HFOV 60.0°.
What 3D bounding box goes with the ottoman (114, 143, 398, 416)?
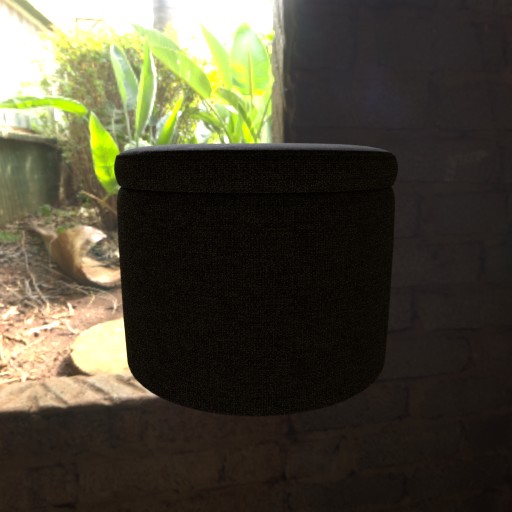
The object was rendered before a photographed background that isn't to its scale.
[{"bbox_3d":[0.000,0.000,0.883,0.520,0.430,0.520,0,12,0],"label":"ottoman"}]
